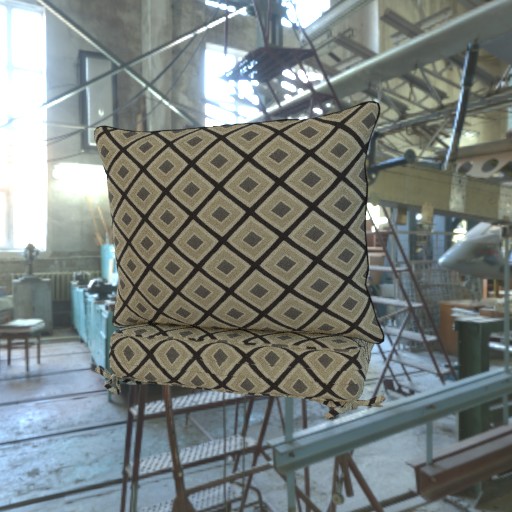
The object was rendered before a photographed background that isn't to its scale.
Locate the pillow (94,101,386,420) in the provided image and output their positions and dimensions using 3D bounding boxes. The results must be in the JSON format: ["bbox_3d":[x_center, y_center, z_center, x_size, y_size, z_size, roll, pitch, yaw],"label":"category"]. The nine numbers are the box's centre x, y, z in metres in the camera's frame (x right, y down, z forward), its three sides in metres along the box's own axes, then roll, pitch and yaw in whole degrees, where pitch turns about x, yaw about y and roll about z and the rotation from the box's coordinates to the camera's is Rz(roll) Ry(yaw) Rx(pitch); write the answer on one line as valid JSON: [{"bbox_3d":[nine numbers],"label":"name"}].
[{"bbox_3d":[0.000,0.000,1.383,0.798,0.722,0.733,0,1,18],"label":"pillow"}]
